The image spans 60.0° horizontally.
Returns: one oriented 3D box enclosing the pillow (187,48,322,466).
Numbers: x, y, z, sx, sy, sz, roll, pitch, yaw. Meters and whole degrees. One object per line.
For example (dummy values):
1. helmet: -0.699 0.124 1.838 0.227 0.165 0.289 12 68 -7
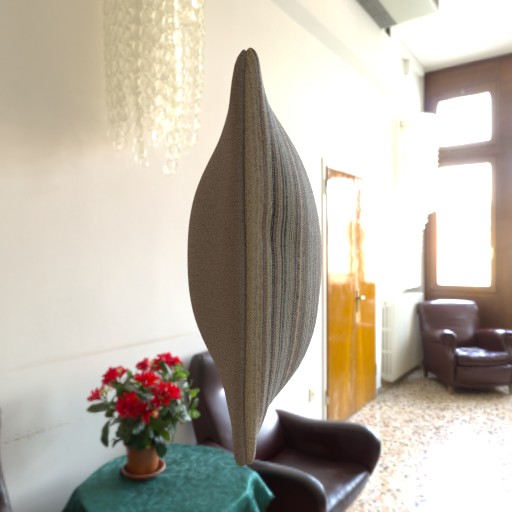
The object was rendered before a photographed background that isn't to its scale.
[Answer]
1. pillow: 0.000 0.000 0.650 0.189 0.416 0.435 0 0 0
